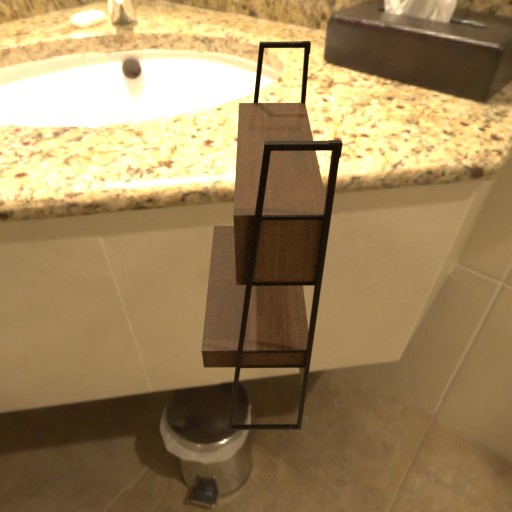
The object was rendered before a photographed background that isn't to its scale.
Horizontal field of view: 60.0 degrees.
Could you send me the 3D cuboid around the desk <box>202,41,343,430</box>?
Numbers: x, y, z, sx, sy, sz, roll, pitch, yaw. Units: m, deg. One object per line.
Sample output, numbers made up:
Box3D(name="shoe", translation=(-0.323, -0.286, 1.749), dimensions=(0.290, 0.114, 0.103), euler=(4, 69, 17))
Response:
Box3D(name="desk", translation=(0.000, 0.000, 2.299), dimensions=(0.515, 1.809, 0.982), euler=(0, 42, 0))
